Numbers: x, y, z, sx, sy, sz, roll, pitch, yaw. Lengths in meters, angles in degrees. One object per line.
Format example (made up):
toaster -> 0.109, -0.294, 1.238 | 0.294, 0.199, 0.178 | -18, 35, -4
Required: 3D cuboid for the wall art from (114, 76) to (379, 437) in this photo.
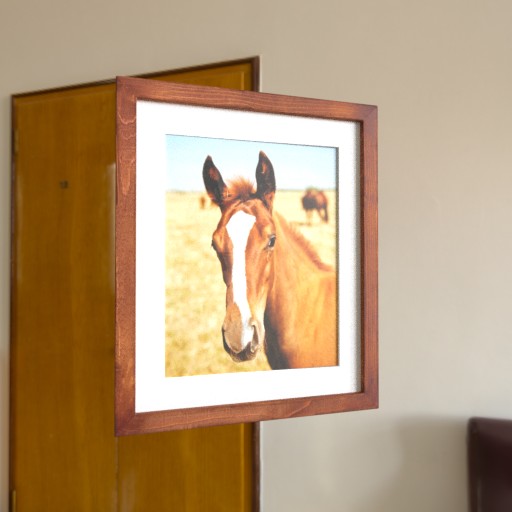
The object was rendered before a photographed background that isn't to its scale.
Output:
wall art -> 0.000, 0.000, 0.764 | 0.462, 0.558, 0.030 | 0, -1, -17
